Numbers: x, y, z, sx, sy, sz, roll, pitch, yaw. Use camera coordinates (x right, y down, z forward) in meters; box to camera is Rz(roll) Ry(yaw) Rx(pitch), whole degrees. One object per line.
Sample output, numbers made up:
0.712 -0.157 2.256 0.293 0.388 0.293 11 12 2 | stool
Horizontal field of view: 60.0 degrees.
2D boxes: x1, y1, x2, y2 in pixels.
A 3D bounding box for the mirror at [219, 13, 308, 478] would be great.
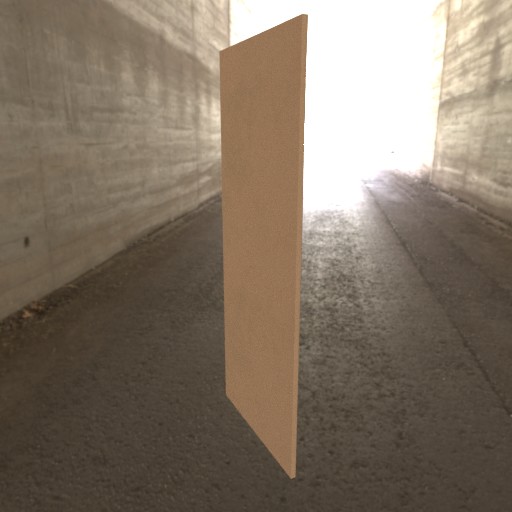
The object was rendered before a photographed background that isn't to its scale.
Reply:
0.000 0.000 2.239 0.026 2.031 0.812 -7 16 -26 | mirror
